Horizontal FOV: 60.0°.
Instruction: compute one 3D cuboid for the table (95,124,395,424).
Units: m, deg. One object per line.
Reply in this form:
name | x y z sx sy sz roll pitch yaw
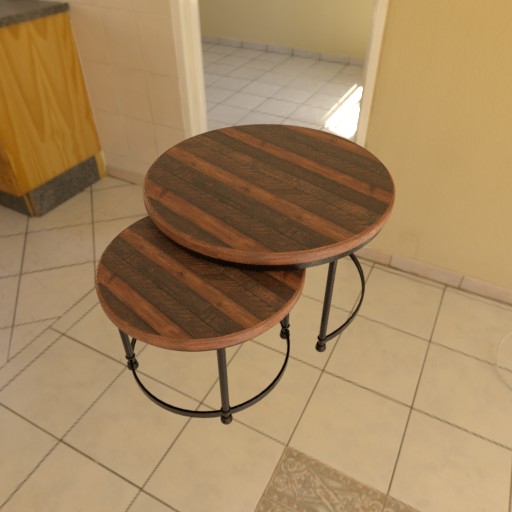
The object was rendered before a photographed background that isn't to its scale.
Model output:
table | 0.000 0.000 1.617 0.870 0.516 1.152 12 42 14
